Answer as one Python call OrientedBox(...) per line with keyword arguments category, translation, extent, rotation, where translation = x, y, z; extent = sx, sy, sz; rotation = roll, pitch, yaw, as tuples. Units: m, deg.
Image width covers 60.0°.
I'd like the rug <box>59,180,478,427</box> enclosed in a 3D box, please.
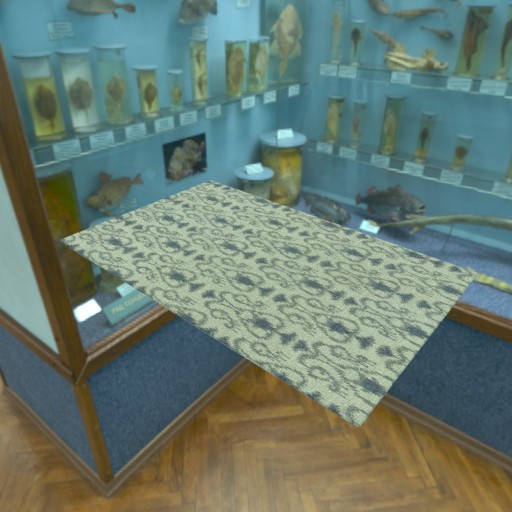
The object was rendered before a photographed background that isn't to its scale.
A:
OrientedBox(category="rug", translation=(0.000, 0.000, 2.041), extent=(1.652, 0.006, 1.035), rotation=(24, 39, 34))
